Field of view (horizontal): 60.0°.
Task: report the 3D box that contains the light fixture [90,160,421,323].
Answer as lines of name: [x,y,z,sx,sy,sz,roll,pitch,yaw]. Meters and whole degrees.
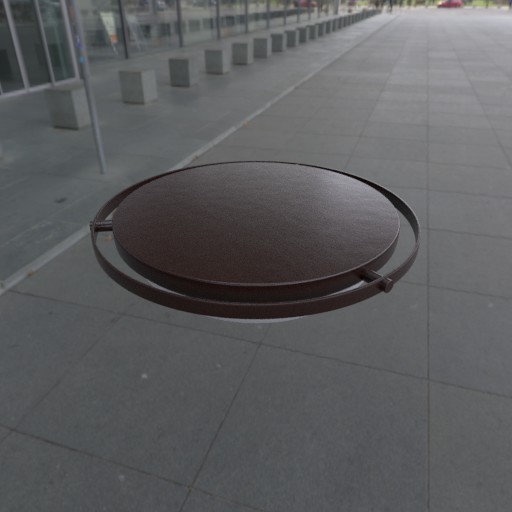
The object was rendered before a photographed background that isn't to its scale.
light fixture: [0.000,0.000,0.538,0.361,0.130,0.361,0,30,0]
